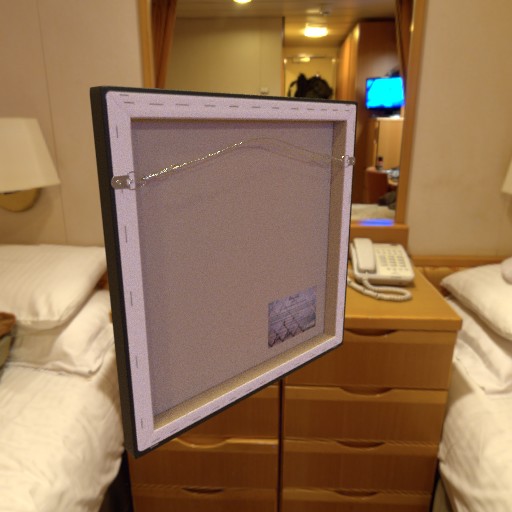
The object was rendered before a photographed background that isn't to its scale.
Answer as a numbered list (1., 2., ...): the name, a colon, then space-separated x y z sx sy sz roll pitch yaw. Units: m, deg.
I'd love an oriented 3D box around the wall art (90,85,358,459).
1. wall art: 0.000 0.000 0.896 0.610 0.611 0.043 -15 22 -42
